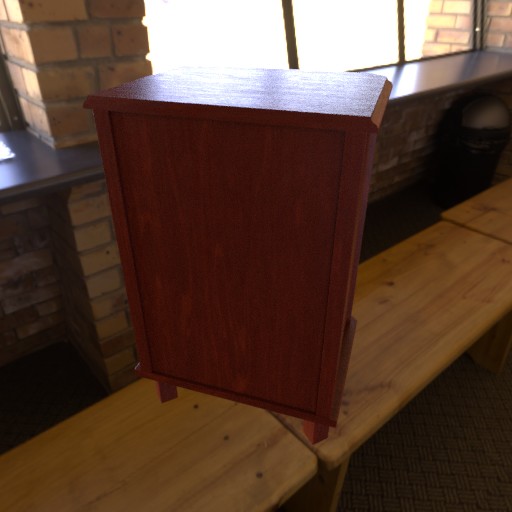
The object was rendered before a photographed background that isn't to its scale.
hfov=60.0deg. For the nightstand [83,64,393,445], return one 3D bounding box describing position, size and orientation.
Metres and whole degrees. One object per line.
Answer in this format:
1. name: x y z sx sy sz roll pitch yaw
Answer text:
1. nightstand: 0.000 0.000 0.921 0.435 0.681 0.351 10 32 15
